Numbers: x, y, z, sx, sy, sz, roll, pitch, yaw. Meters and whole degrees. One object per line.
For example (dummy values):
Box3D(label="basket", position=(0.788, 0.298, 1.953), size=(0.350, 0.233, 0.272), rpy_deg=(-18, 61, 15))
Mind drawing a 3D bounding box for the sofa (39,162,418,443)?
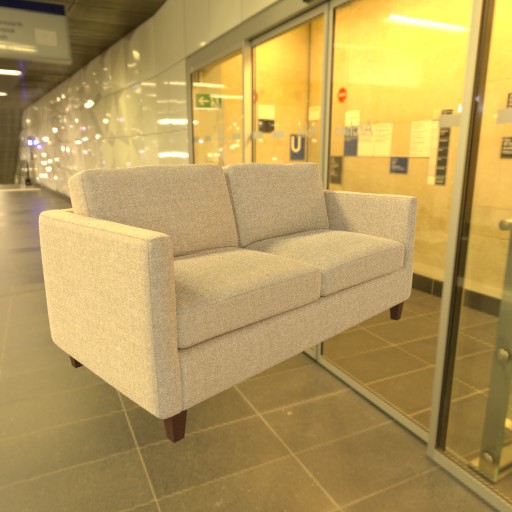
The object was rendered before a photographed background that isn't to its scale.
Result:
Box3D(label="sofa", position=(0.000, 0.000, 2.371), size=(0.950, 0.963, 1.884), rpy_deg=(13, 18, 43))
